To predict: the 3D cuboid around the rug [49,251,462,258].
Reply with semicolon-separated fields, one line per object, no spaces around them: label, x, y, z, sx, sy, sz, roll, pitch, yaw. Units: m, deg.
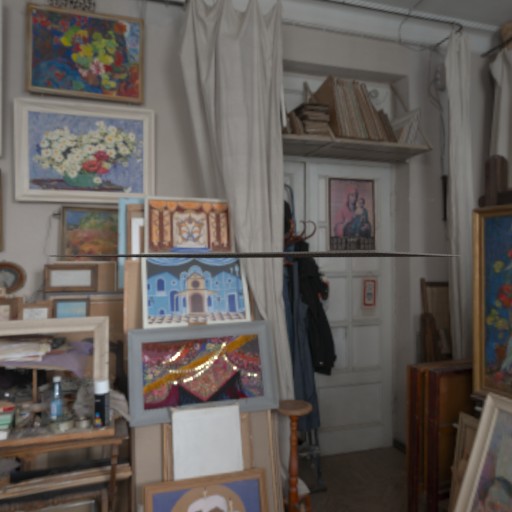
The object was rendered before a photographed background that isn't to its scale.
rug;0.000;0.000;2.944;2.235;0.008;1.600;0;-1;35
